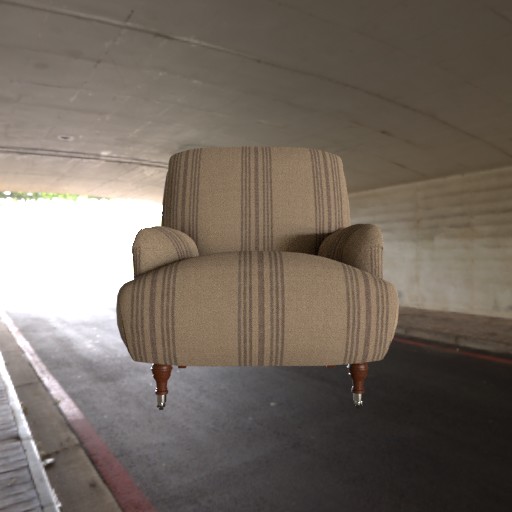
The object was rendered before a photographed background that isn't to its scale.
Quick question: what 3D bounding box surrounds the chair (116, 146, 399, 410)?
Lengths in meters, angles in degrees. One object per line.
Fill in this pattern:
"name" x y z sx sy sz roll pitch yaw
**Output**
"chair" 0.000 0.000 1.602 0.813 0.940 0.914 0 0 -1
